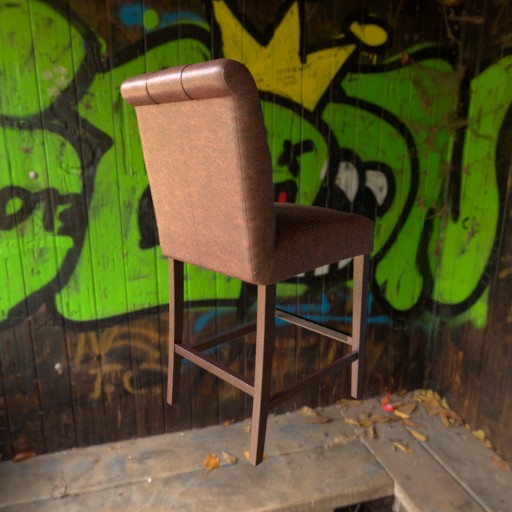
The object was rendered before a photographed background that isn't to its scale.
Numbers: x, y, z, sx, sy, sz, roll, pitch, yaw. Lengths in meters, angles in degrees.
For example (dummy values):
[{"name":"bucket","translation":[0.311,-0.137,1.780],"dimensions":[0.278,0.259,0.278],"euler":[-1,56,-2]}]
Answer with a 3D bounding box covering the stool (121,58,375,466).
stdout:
[{"name":"stool","translation":[0.000,0.000,1.446],"dimensions":[0.660,1.084,0.486],"euler":[-13,19,-42]}]
